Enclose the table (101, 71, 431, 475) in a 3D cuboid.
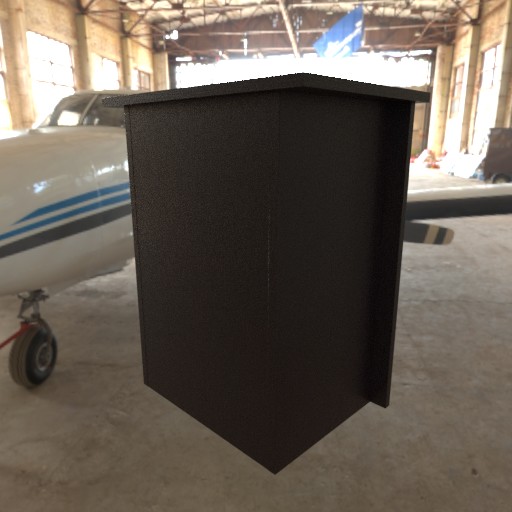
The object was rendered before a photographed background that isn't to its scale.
[{"bbox_3d":[0.000,0.000,1.041,0.589,0.711,0.408,14,20,43],"label":"table"}]
